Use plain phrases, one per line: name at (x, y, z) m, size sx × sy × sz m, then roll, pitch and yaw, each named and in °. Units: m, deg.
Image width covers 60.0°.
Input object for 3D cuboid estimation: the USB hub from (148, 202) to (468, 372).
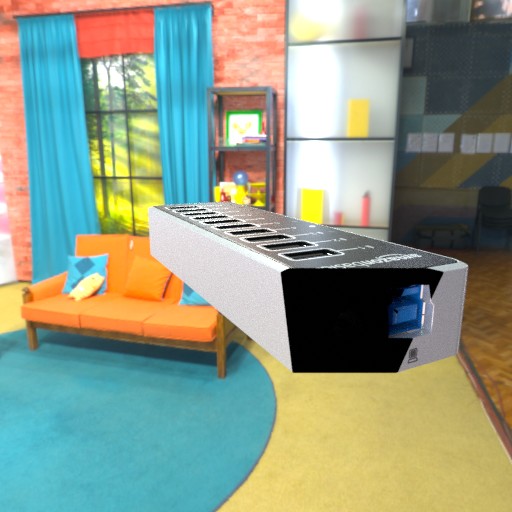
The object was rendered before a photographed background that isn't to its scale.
USB hub at (0.000, 0.000, 0.160) m, size 0.044 × 0.023 × 0.145 m, roll -7°, pitch 15°, yaw -26°
